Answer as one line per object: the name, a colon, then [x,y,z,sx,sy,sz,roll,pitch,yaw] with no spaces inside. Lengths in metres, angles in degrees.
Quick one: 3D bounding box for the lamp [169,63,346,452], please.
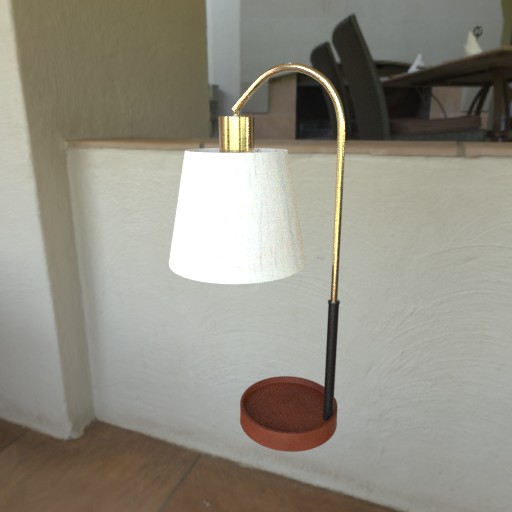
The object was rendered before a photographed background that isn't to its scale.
lamp: [0.000,0.000,0.672,0.273,0.536,0.211,8,18,25]
